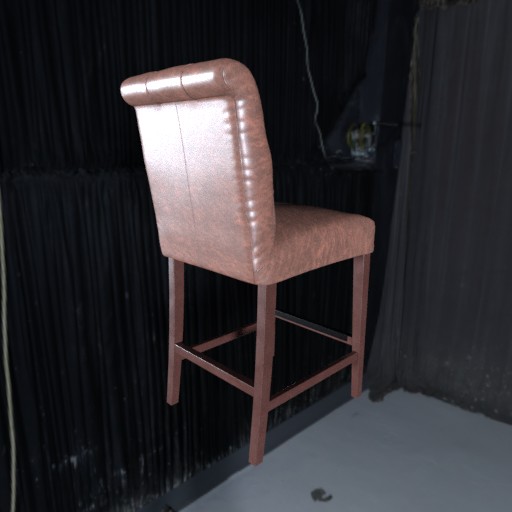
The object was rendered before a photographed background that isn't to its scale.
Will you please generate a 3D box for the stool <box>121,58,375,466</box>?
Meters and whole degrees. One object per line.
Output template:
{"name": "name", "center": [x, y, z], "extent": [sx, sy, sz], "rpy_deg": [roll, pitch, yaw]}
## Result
{"name": "stool", "center": [0.000, 0.000, 1.446], "extent": [0.660, 1.084, 0.486], "rpy_deg": [-13, 19, -42]}
